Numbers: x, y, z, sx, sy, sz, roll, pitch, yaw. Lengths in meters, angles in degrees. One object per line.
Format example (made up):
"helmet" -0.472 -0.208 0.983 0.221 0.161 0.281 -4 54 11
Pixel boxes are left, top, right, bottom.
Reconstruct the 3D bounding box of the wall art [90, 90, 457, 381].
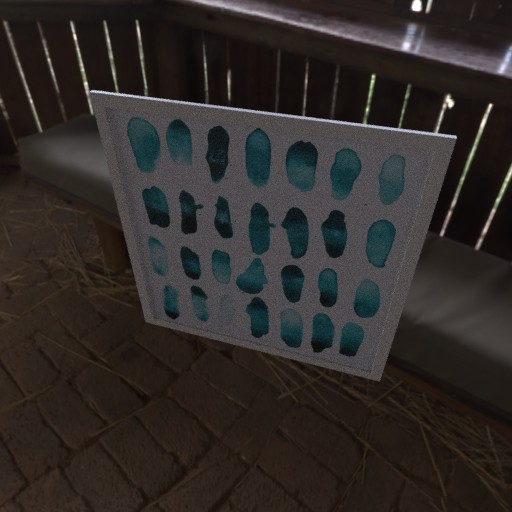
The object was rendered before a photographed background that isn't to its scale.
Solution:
"wall art" 0.000 0.000 0.834 0.558 0.559 0.009 12 42 13
